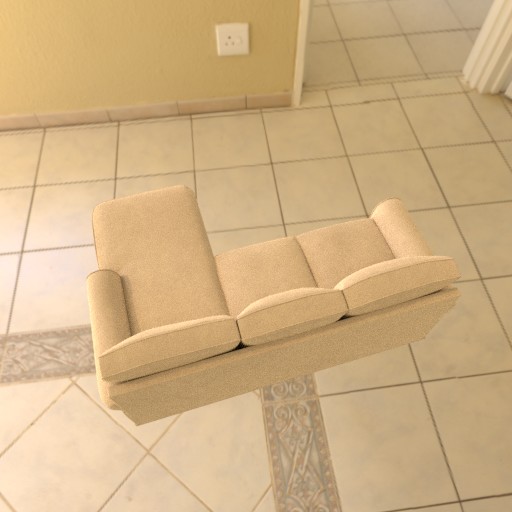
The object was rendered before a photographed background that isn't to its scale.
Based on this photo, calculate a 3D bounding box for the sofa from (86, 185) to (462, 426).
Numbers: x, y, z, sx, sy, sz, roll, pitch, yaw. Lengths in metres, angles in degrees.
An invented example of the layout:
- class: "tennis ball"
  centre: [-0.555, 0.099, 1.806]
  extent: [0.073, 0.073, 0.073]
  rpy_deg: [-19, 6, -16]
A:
- class: "sofa"
  centre: [0.000, 0.000, 2.413]
  extent: [1.770, 0.734, 1.226]
  rpy_deg: [-14, 60, -9]
